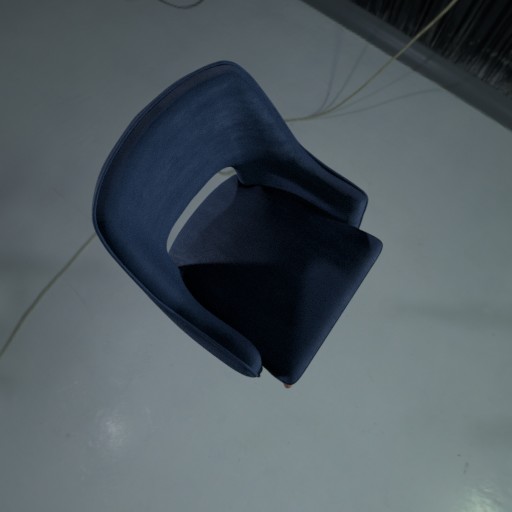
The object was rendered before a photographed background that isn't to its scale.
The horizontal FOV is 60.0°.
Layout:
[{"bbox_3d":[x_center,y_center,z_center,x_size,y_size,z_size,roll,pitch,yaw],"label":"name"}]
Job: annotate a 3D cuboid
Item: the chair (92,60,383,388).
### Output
[{"bbox_3d":[0.000,0.000,1.208,0.591,0.844,0.559,34,77,9],"label":"chair"}]
